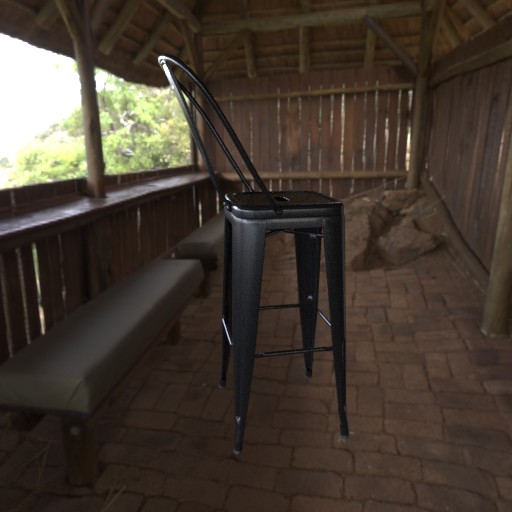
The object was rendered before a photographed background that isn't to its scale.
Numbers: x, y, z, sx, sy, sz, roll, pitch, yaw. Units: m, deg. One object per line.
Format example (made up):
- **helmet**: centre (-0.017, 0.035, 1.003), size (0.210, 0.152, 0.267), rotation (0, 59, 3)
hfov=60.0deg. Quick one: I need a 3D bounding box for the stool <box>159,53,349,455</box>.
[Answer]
- **stool**: centre (0.000, 0.000, 1.339), size (0.513, 1.096, 0.399), rotation (-3, 16, -11)
